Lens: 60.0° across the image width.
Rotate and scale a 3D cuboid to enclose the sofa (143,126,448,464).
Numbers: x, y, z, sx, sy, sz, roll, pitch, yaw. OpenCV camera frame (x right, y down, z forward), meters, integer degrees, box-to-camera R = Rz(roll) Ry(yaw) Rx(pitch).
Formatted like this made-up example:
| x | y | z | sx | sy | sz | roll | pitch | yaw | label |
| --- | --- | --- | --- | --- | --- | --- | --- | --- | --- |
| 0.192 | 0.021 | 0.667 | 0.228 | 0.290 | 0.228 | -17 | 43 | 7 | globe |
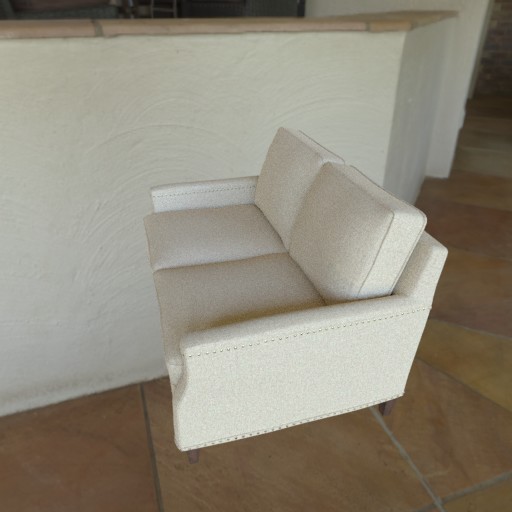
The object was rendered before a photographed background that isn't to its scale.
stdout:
| x | y | z | sx | sy | sz | roll | pitch | yaw | label |
| --- | --- | --- | --- | --- | --- | --- | --- | --- | --- |
| 0.000 | 0.000 | 2.309 | 1.084 | 1.003 | 1.597 | -8 | 31 | -14 | sofa |
